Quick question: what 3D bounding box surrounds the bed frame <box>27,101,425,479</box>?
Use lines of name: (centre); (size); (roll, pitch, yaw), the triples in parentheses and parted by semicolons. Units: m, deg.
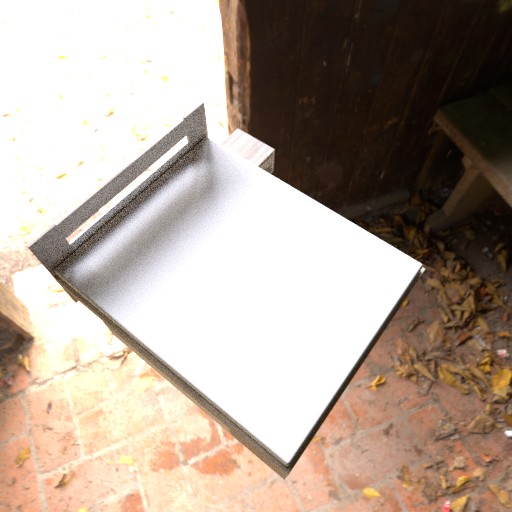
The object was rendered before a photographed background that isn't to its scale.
bed frame: (0.000, 0.000, 3.230); (2.050, 0.860, 2.040); (34, 65, 18)
